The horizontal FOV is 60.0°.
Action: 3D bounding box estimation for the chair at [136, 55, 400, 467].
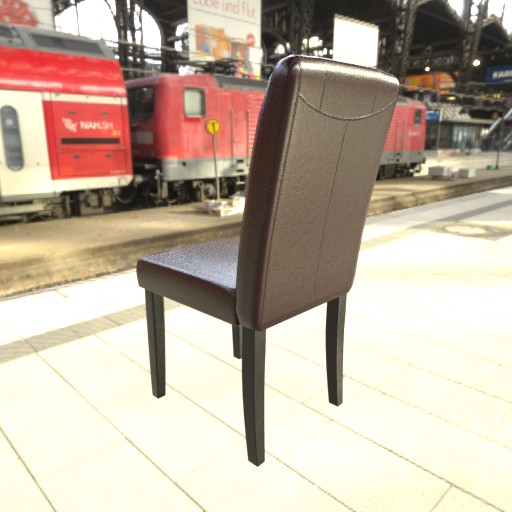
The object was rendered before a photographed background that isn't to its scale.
[{"bbox_3d":[0.000,0.000,1.176,0.556,0.897,0.399,14,20,42],"label":"chair"}]
